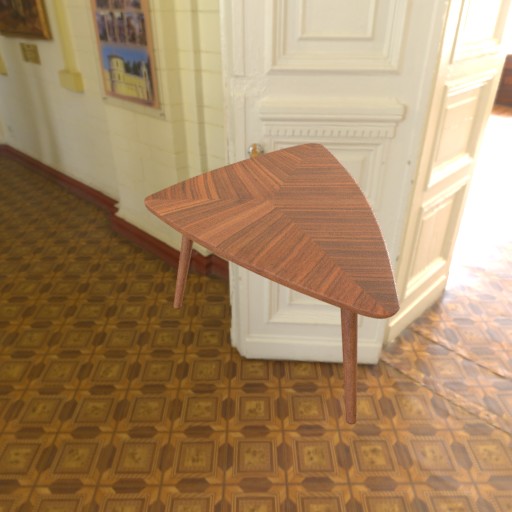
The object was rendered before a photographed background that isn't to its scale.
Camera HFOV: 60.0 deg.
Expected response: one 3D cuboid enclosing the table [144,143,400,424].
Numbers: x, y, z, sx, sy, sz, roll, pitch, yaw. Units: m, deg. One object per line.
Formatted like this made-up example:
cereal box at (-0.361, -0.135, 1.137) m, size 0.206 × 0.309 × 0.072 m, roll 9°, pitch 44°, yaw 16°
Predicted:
table at (0.000, 0.000, 1.292) m, size 0.601 × 0.365 × 1.008 m, roll 0°, pitch 31°, yaw -1°
